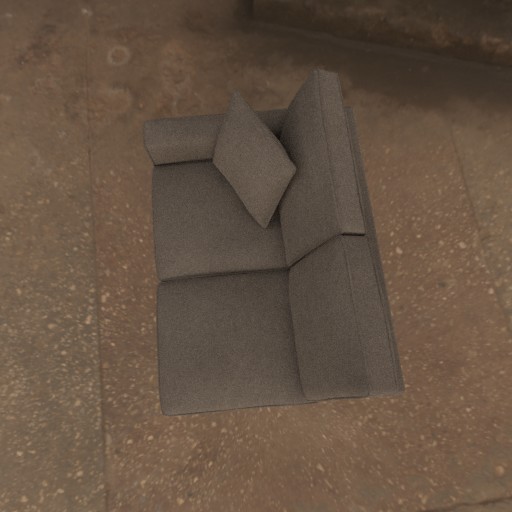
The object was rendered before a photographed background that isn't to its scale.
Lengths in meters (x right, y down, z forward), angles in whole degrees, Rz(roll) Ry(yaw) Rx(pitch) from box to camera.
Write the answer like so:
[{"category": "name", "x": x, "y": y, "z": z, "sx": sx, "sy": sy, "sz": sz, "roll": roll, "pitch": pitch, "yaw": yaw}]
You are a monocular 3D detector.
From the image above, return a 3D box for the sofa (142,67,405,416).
[{"category": "sofa", "x": 0.000, "y": 0.000, "z": 2.117, "sx": 0.991, "sy": 0.989, "sz": 1.388, "roll": -6, "pitch": 75, "yaw": -2}]
